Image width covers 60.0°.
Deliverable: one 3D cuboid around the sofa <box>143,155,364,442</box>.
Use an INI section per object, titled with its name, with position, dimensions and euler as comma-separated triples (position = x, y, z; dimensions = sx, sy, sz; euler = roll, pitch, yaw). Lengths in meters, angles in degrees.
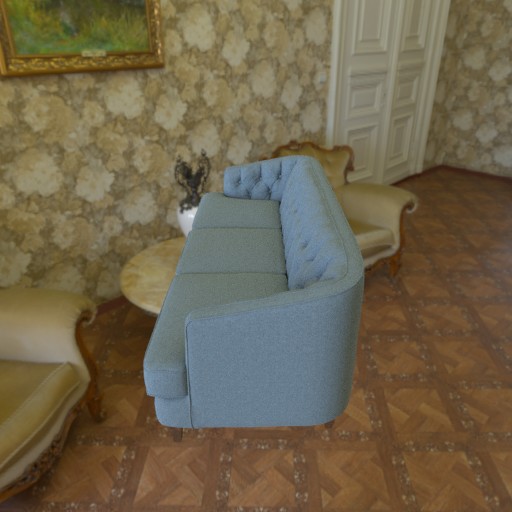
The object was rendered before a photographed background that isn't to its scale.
[sofa]
position = 0.000, 0.000, 2.807
dimensions = 0.941, 0.855, 2.278
euler = 0, 26, 0
